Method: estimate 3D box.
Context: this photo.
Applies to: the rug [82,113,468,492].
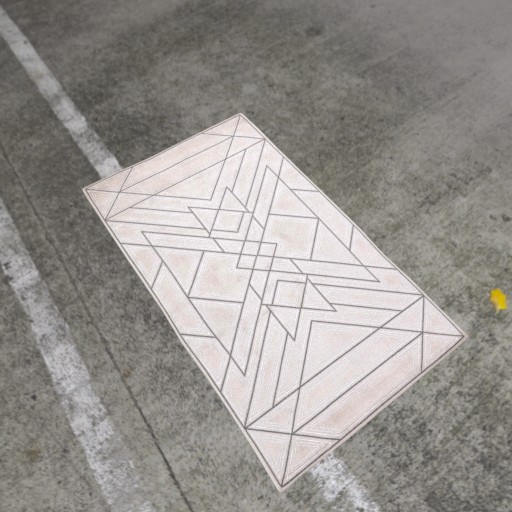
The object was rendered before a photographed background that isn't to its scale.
[{"bbox_3d":[0.000,0.000,1.058,0.511,0.008,0.869,-31,63,-18],"label":"rug"}]
